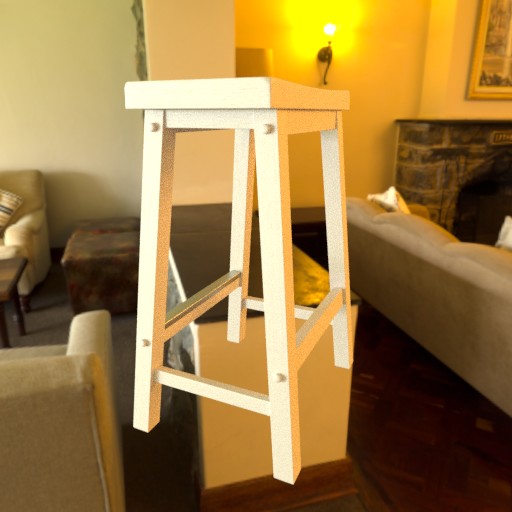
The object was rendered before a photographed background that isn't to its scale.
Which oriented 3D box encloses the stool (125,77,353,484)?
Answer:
[{"bbox_3d":[0.000,0.000,0.854,0.322,0.610,0.406,8,20,24],"label":"stool"}]
